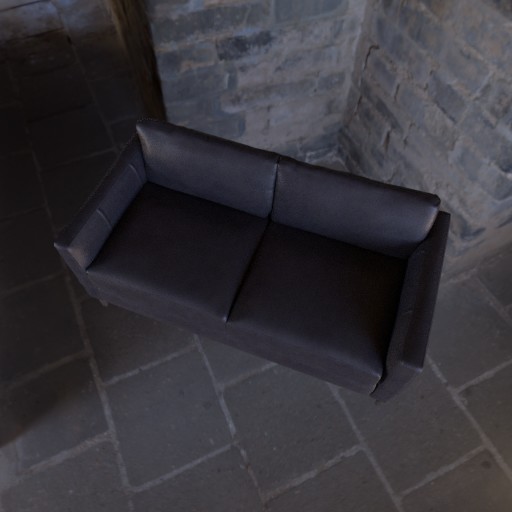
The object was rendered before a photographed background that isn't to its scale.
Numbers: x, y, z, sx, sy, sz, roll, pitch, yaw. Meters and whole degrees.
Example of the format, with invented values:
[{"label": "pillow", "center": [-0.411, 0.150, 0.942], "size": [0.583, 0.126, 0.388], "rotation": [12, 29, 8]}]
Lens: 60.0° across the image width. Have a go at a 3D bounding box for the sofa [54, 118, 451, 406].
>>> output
[{"label": "sofa", "center": [0.000, 0.000, 2.350], "size": [1.805, 0.883, 0.947], "rotation": [16, 60, 9]}]
